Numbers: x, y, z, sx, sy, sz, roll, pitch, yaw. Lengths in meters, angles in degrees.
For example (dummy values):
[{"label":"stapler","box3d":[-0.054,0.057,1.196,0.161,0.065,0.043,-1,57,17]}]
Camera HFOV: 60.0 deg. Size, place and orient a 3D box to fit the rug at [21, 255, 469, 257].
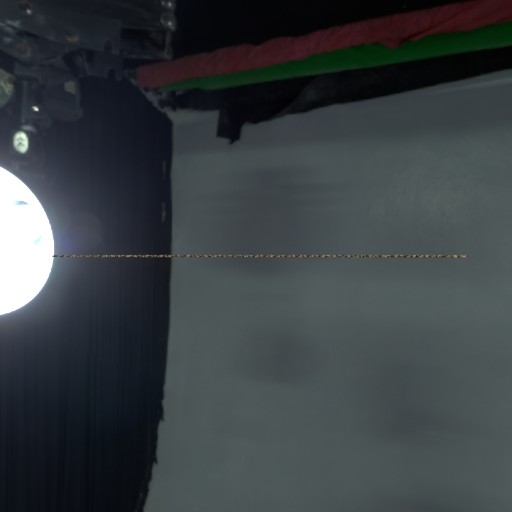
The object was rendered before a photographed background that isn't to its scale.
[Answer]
[{"label":"rug","box3d":[0.000,0.000,2.257,1.828,0.008,1.219,0,0,19]}]
